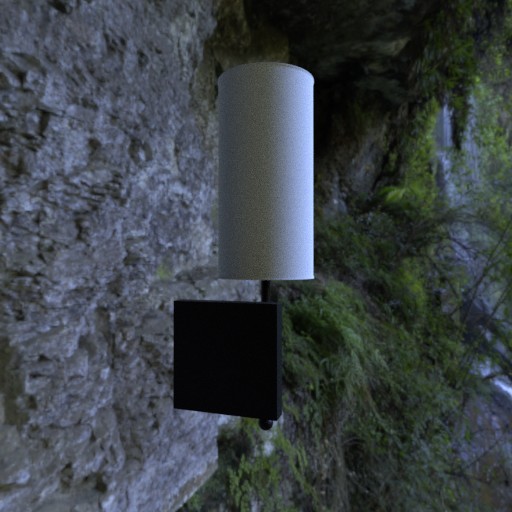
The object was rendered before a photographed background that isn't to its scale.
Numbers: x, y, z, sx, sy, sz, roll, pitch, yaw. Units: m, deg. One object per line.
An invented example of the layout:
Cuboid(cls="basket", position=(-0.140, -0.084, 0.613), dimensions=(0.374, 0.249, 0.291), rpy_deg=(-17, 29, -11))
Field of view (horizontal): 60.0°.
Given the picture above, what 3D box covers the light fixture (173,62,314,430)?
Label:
Cuboid(cls="light fixture", position=(0.000, 0.000, 0.552), dimensions=(0.128, 0.462, 0.208), rpy_deg=(0, 0, 19))
